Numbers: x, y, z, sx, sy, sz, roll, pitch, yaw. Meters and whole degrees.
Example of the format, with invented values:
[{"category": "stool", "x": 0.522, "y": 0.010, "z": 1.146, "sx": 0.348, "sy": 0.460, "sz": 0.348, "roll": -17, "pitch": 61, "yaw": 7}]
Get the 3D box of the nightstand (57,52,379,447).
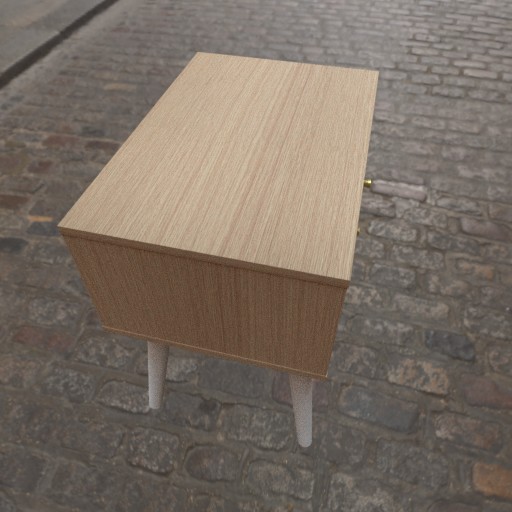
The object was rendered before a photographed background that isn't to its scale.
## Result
[{"category": "nightstand", "x": 0.000, "y": 0.000, "z": 0.971, "sx": 0.407, "sy": 0.610, "sz": 0.571, "roll": 10, "pitch": 48, "yaw": 10}]
